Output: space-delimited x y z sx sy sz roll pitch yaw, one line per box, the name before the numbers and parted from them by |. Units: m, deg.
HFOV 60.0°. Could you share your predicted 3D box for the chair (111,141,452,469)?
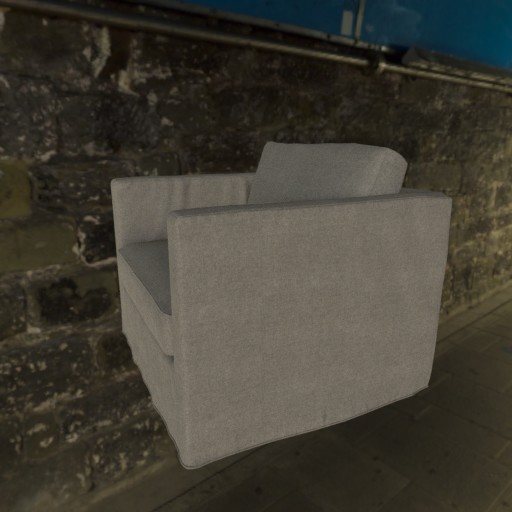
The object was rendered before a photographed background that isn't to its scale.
chair | 0.000 0.000 1.740 0.949 0.863 1.057 -7 17 -25
